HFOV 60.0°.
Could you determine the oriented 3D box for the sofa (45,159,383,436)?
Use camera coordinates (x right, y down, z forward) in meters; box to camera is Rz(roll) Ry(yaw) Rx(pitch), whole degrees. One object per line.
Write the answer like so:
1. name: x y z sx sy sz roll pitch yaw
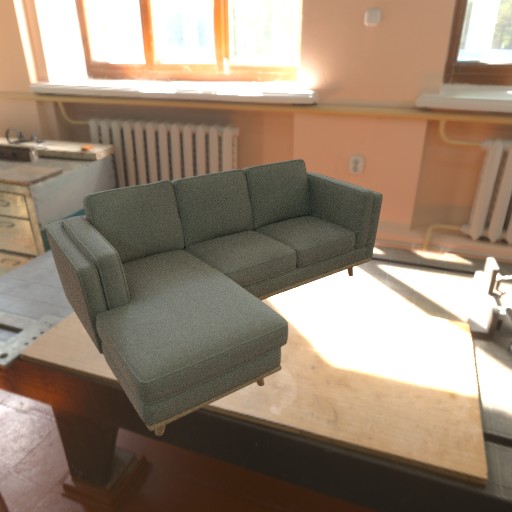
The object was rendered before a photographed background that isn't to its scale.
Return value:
1. sofa: 0.000 0.000 3.132 2.411 0.929 1.604 -17 30 -31
